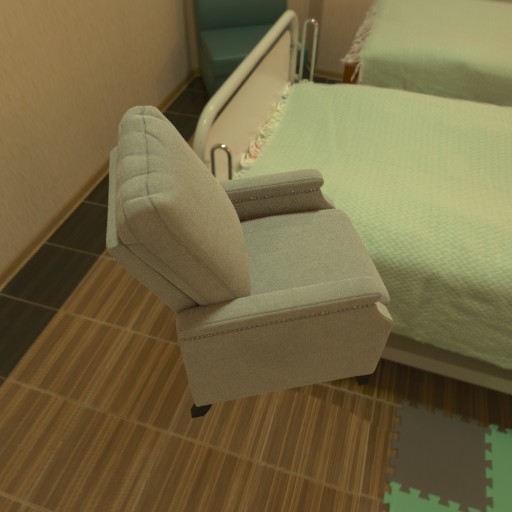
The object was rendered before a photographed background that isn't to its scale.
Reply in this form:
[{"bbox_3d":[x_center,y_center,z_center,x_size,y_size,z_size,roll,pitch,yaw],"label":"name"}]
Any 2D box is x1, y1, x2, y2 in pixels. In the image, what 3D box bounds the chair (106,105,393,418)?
[{"bbox_3d":[0.000,0.000,1.679,0.922,1.049,0.710,-8,47,-8],"label":"chair"}]
